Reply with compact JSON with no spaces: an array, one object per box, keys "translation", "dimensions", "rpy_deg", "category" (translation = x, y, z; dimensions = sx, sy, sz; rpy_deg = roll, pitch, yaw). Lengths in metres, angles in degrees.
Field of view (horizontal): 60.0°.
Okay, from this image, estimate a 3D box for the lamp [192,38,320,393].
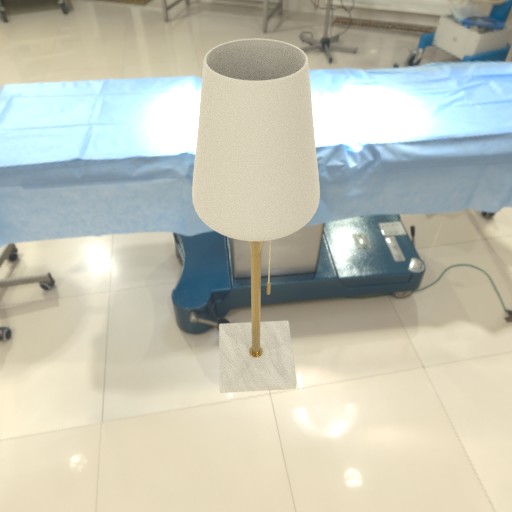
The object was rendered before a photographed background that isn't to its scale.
[{"translation":[0.000,0.000,0.725],"dimensions":[0.181,0.639,0.181],"rpy_deg":[-2,46,-2],"category":"lamp"}]
